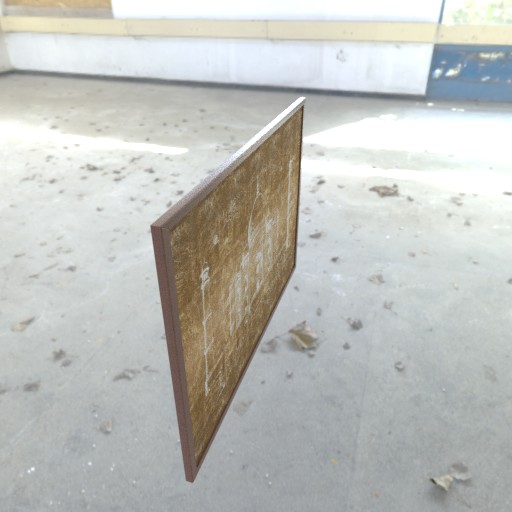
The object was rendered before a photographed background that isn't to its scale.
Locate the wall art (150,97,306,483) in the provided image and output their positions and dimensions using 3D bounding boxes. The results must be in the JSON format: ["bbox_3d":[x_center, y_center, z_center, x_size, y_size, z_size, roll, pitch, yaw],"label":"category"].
[{"bbox_3d":[0.000,0.000,0.849,0.014,0.455,0.660,10,33,16],"label":"wall art"}]
